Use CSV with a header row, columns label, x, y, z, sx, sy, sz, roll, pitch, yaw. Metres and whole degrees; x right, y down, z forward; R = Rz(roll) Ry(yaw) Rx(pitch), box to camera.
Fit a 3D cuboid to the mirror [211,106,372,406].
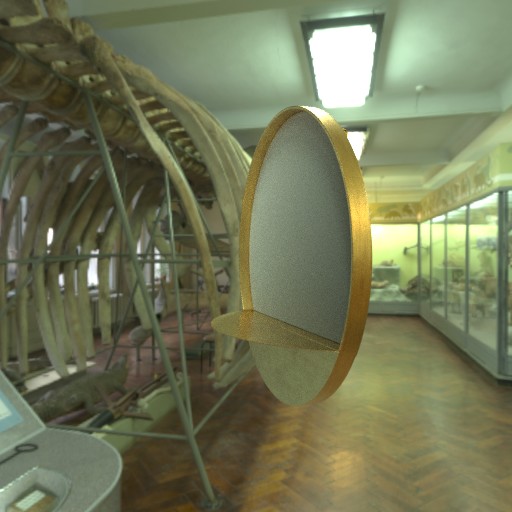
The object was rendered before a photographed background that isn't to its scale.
label,x,y,z,sx,sy,sz,roll,pitch,yaw
mirror,0.000,0.000,0.697,0.133,0.457,0.457,0,0,-18
